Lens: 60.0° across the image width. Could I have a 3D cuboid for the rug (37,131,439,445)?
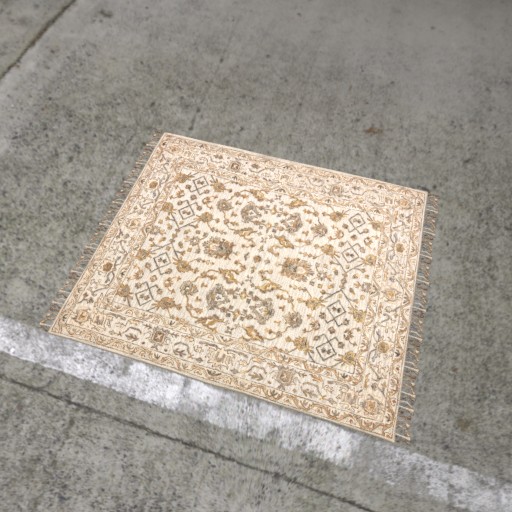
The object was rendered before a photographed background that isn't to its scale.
[{"bbox_3d":[0.000,0.000,4.007,3.061,0.034,2.426,15,60,9],"label":"rug"}]
